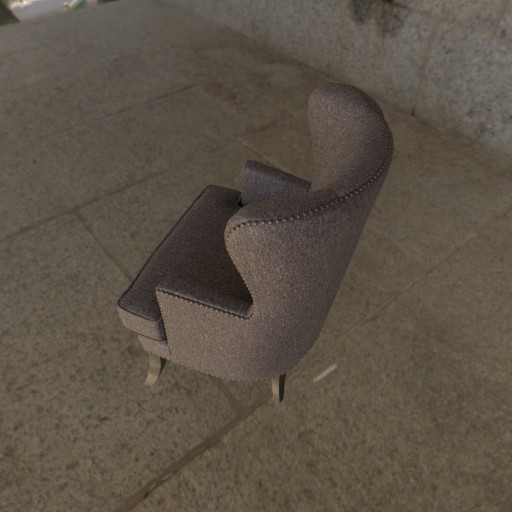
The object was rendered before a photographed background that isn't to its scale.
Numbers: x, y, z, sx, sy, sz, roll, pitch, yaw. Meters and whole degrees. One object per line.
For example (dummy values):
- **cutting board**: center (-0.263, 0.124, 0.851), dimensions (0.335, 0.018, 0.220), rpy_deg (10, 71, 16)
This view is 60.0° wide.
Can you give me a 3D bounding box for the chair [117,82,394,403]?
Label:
- **chair**: center (0.000, 0.000, 1.609), dimensions (0.758, 1.060, 0.759), rpy_deg (16, 48, 15)
